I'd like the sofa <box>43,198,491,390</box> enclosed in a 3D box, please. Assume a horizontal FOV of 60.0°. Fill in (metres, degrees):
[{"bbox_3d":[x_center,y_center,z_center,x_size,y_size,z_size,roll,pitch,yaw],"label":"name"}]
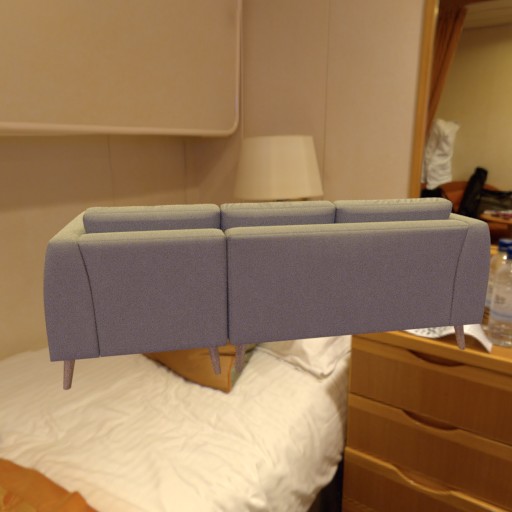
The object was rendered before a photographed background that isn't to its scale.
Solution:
[{"bbox_3d":[0.000,0.000,2.947,2.300,0.860,1.580,-3,15,-11],"label":"sofa"}]
